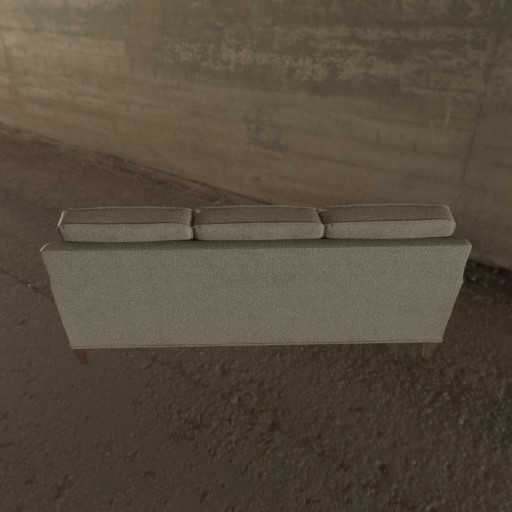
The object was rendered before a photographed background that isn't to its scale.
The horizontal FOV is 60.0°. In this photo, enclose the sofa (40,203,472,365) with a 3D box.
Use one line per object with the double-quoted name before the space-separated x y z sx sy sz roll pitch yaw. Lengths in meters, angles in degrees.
"sofa" 0.000 0.000 2.834 2.246 1.003 1.084 -1 30 -1
